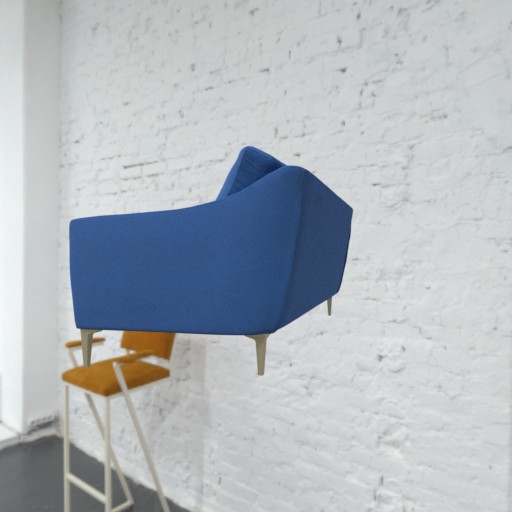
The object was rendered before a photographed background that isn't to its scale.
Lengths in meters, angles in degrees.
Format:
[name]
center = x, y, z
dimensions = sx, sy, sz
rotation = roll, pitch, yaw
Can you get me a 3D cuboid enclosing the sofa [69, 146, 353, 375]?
[sofa]
center = 0.000, 0.000, 2.602
dimensions = 0.960, 0.903, 2.036
rotation = 0, 1, 18
